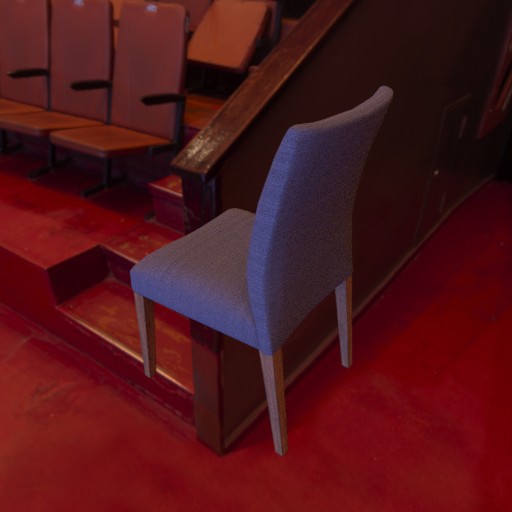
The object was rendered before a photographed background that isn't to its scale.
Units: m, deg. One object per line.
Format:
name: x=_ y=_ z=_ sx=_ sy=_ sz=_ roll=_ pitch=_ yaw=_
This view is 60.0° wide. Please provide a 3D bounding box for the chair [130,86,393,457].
chair: x=0.000 y=0.000 z=1.296 sx=0.585 sy=0.940 sz=0.496 roll=22 pitch=39 yaw=30
